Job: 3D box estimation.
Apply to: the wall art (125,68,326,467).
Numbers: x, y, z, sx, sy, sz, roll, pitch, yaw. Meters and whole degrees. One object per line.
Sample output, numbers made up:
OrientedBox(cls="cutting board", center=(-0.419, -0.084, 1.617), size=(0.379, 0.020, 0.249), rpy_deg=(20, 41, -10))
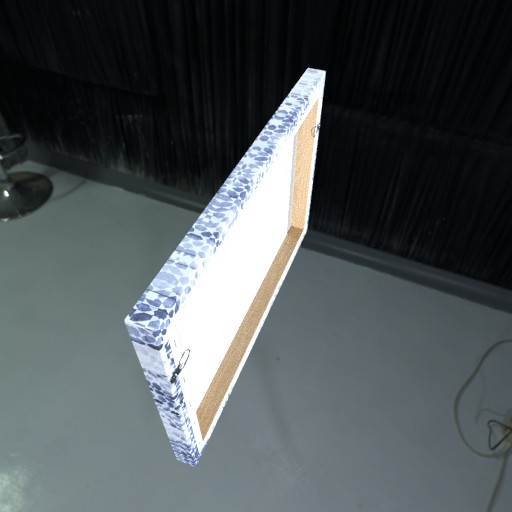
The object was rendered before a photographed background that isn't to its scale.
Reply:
OrientedBox(cls="wall art", center=(0.000, 0.000, 1.162), size=(0.057, 0.608, 0.911), rpy_deg=(17, 49, 15))
